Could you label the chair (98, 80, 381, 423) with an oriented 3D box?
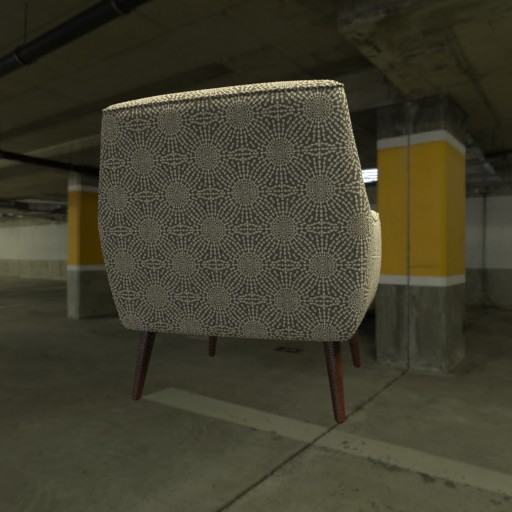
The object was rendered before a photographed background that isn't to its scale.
[{"bbox_3d":[0.000,0.000,1.428,0.762,0.838,0.787,0,0,17],"label":"chair"}]
